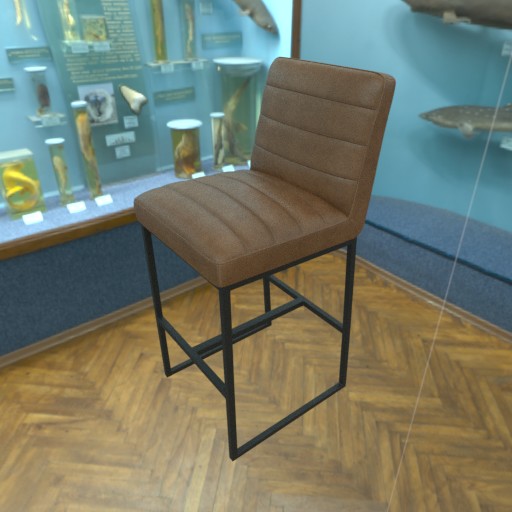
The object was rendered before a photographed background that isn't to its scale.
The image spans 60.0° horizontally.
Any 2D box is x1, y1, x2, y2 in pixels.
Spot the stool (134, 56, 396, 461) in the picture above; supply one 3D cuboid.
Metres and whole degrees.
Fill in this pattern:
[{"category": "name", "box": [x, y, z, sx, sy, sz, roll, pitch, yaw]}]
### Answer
[{"category": "stool", "box": [0.000, 0.000, 1.334, 0.556, 1.040, 0.458, -21, 37, -31]}]
